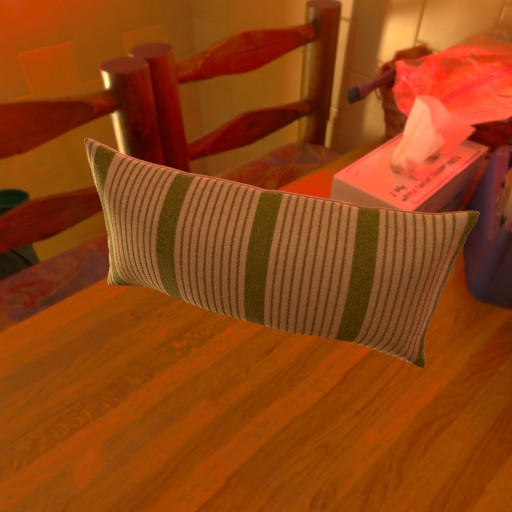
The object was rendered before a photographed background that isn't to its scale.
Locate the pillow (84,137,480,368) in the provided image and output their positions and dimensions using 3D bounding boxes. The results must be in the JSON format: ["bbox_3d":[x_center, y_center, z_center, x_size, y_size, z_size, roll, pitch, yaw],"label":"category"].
[{"bbox_3d":[0.000,0.000,0.728,0.608,0.292,0.156,13,45,13],"label":"pillow"}]
